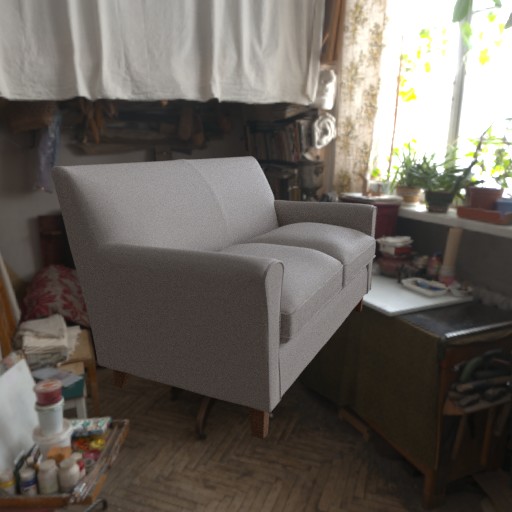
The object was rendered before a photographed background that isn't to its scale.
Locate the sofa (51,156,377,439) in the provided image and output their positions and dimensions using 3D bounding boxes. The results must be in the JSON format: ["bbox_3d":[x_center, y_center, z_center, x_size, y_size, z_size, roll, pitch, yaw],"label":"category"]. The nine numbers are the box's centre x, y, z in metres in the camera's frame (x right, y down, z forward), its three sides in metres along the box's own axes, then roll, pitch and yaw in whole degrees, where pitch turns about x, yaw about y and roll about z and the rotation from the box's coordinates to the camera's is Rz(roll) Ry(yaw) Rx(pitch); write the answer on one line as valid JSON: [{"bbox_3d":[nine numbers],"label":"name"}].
[{"bbox_3d":[0.000,0.000,2.113,0.888,0.890,1.482,7,16,26],"label":"sofa"}]
